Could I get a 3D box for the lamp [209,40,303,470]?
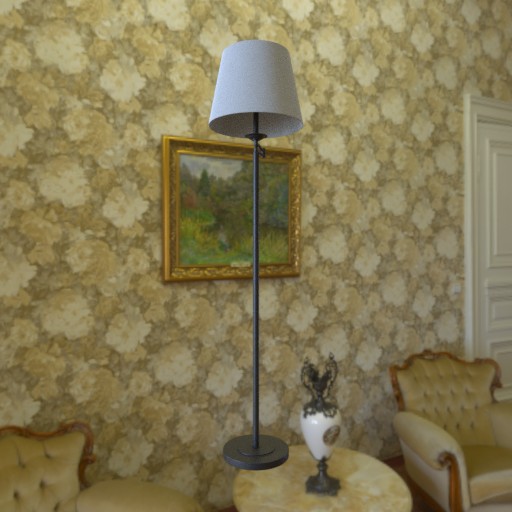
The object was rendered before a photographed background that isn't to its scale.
[{"bbox_3d":[0.000,0.000,1.637,0.348,1.473,0.348,0,1,17],"label":"lamp"}]
